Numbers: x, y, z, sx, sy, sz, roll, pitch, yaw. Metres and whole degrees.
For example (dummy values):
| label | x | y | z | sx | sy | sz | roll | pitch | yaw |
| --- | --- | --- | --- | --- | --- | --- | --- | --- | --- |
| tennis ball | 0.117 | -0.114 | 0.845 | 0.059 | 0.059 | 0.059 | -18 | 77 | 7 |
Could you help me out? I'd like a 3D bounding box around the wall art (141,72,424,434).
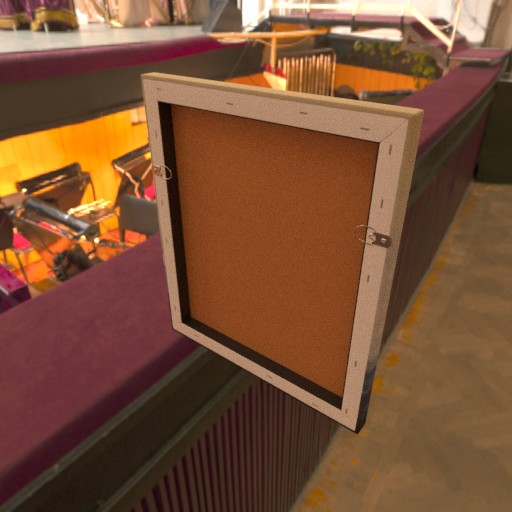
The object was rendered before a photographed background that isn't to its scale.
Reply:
| label | x | y | z | sx | sy | sz | roll | pitch | yaw |
| --- | --- | --- | --- | --- | --- | --- | --- | --- | --- |
| wall art | 0.000 | 0.000 | 0.990 | 0.608 | 0.710 | 0.041 | 21 | 37 | 32 |
